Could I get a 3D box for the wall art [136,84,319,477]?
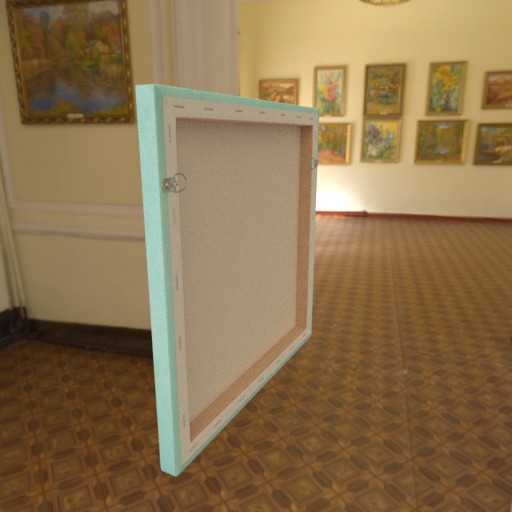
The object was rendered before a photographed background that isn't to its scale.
[{"bbox_3d":[0.000,0.000,1.612,0.070,1.073,1.071,8,17,27],"label":"wall art"}]
